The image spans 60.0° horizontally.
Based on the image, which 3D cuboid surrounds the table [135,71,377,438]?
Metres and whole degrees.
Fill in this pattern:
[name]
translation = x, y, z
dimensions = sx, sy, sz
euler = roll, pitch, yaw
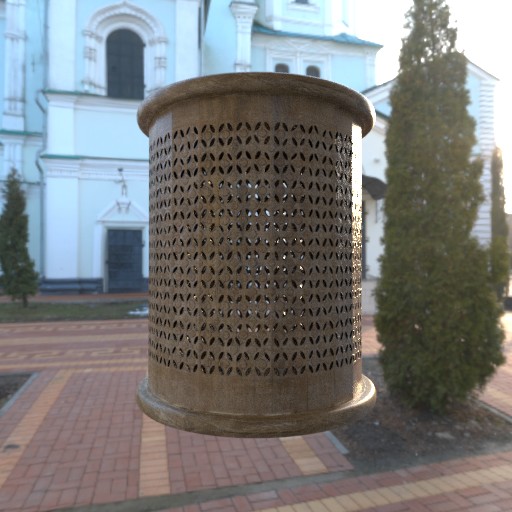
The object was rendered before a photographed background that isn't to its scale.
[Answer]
[table]
translation = 0.000, 0.000, 0.778
dimensions = 0.407, 0.482, 0.407
euler = 0, -1, 0
